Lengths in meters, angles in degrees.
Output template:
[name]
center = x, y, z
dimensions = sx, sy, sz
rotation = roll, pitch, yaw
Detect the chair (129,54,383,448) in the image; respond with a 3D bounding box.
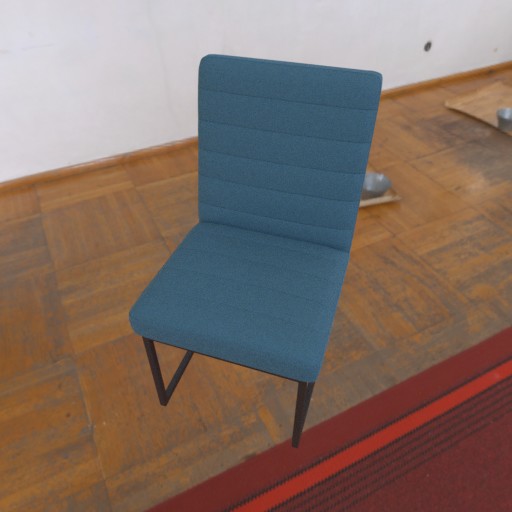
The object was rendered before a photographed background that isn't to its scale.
[chair]
center = 0.000, 0.000, 1.303
dimensions = 0.520, 0.930, 0.634
rotation = 12, 43, 14
